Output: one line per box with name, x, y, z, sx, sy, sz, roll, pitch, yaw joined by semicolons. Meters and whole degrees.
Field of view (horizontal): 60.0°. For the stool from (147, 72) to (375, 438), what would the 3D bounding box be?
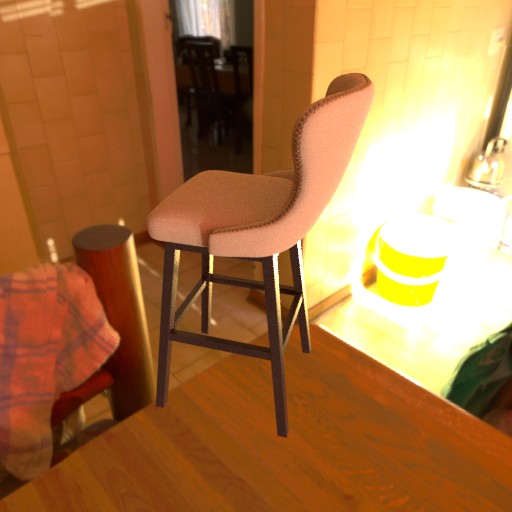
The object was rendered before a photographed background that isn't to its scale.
stool;0.000;0.000;1.410;0.605;1.066;0.528;8;30;14
